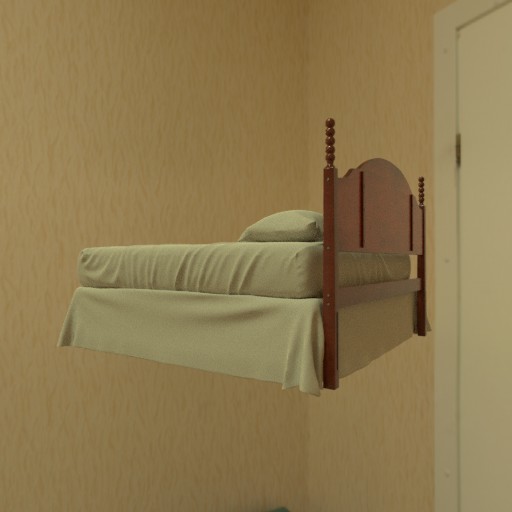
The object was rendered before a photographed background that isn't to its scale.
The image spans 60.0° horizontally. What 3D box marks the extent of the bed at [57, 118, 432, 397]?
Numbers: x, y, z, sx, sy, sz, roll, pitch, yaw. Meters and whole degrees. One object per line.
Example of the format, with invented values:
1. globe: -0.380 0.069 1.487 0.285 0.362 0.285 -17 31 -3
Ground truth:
1. bed: 0.000 0.000 3.585 2.219 1.355 2.322 0 -1 34
